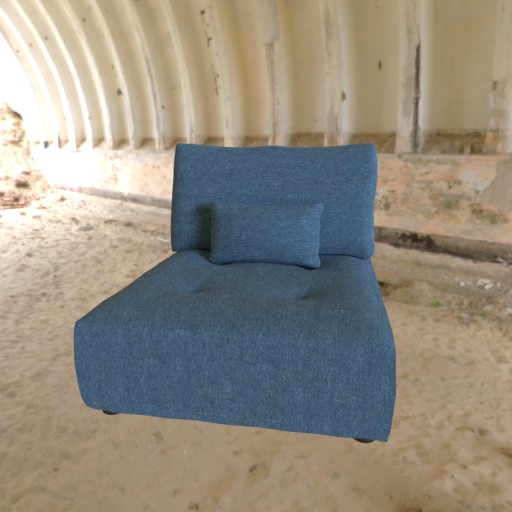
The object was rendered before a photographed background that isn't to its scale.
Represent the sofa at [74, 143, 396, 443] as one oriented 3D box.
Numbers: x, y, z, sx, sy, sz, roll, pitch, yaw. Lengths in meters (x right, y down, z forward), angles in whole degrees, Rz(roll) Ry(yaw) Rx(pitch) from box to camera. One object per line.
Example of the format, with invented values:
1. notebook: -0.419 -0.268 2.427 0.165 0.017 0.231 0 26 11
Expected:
1. sofa: 0.000 0.000 1.666 0.930 0.820 1.000 2 15 10
